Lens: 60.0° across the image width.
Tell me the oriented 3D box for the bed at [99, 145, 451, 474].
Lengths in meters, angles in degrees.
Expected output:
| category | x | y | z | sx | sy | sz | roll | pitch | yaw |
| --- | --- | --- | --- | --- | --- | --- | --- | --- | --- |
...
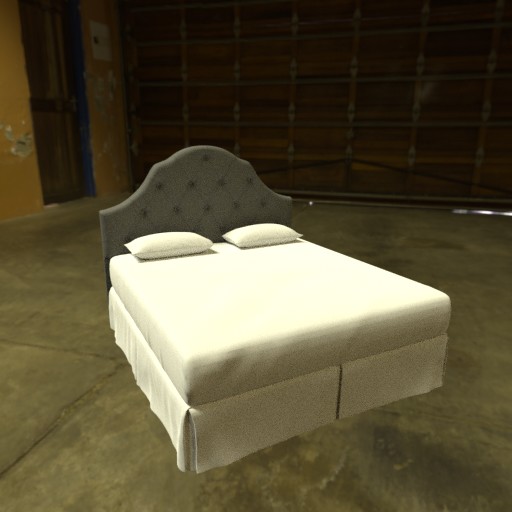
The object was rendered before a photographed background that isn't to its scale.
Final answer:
| category | x | y | z | sx | sy | sz | roll | pitch | yaw |
| --- | --- | --- | --- | --- | --- | --- | --- | --- | --- |
| bed | 0.000 | 0.000 | 3.443 | 2.008 | 1.615 | 2.214 | -8 | 17 | -26 |
